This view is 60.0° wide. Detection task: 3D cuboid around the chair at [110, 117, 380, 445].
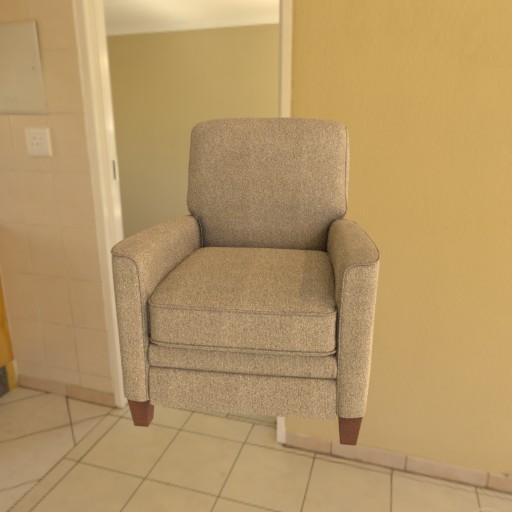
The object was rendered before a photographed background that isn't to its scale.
[{"bbox_3d":[0.000,0.000,1.691,0.841,1.028,0.858,2,16,7],"label":"chair"}]
